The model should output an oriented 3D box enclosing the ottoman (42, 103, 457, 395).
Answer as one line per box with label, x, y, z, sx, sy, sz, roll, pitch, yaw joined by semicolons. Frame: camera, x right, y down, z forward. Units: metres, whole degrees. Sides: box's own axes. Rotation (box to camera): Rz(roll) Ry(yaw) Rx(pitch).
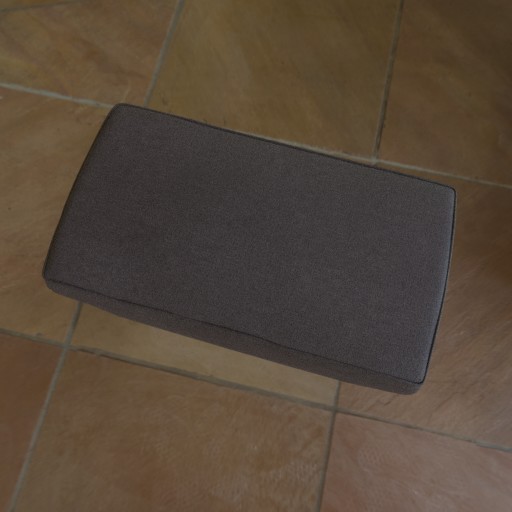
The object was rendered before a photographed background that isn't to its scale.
ottoman;0.000;0.000;1.153;0.864;0.448;0.490;15;74;4
